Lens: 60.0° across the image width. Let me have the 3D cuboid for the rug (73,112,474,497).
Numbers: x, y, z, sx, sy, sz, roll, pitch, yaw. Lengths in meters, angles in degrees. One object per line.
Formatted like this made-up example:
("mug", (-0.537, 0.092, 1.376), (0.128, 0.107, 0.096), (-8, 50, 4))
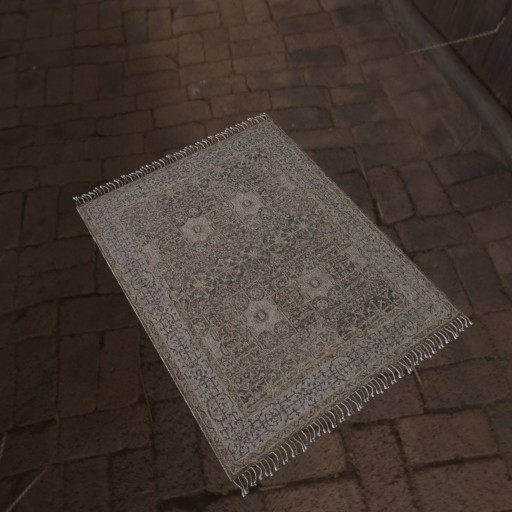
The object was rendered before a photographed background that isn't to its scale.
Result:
("rug", (0.000, 0.000, 4.244), (2.431, 0.017, 3.291), (-29, 63, -17))
